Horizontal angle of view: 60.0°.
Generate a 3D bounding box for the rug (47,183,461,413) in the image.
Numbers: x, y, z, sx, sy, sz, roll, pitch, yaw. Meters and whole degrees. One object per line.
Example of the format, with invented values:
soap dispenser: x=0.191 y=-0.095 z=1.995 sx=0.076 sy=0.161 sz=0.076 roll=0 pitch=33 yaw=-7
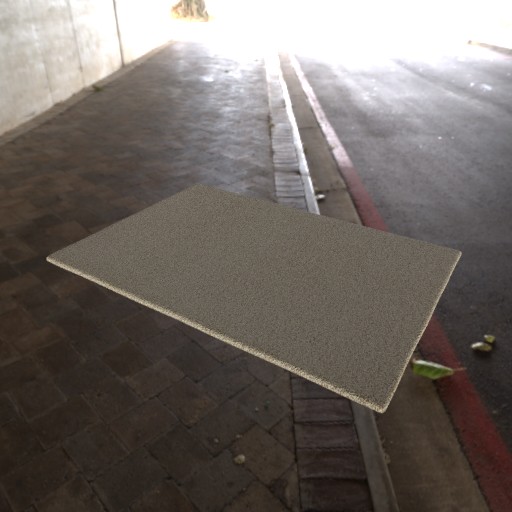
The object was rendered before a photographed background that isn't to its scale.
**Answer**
rug: x=0.000 y=0.000 z=2.291 sx=1.778 sy=0.030 sz=1.219 roll=18 pitch=35 yaw=28
